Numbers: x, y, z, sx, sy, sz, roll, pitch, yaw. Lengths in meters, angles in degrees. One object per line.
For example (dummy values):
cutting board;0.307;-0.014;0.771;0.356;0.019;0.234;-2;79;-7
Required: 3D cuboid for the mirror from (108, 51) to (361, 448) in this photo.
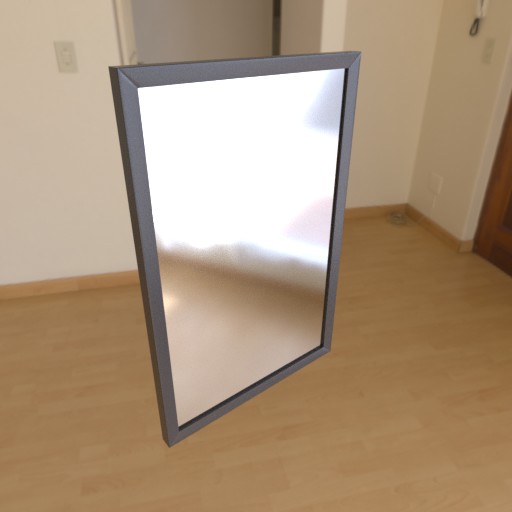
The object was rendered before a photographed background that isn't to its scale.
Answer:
mirror;0.000;0.000;1.116;0.609;0.915;0.040;-21;35;-33
